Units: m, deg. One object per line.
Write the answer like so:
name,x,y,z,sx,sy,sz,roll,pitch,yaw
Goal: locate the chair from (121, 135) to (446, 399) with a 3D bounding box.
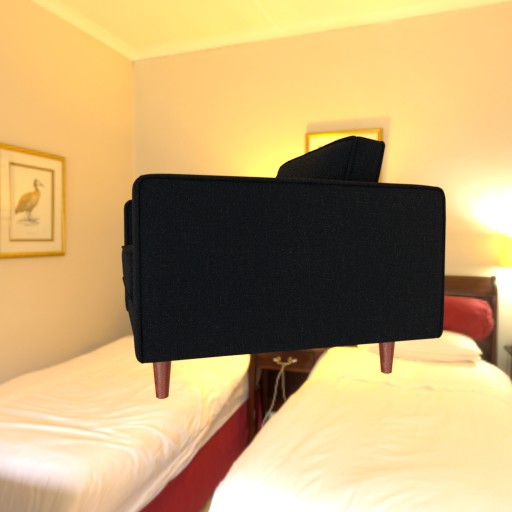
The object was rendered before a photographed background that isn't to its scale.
chair,0.000,0.000,1.596,0.920,0.770,0.899,-1,3,-18
